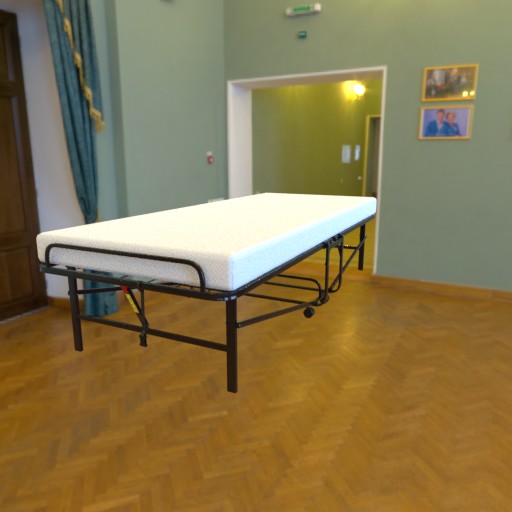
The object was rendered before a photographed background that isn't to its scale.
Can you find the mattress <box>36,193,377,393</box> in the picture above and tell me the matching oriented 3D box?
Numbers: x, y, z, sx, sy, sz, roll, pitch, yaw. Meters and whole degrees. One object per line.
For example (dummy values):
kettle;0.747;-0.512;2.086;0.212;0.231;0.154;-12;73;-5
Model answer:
mattress;0.000;0.000;2.489;0.922;0.519;2.153;6;14;26
